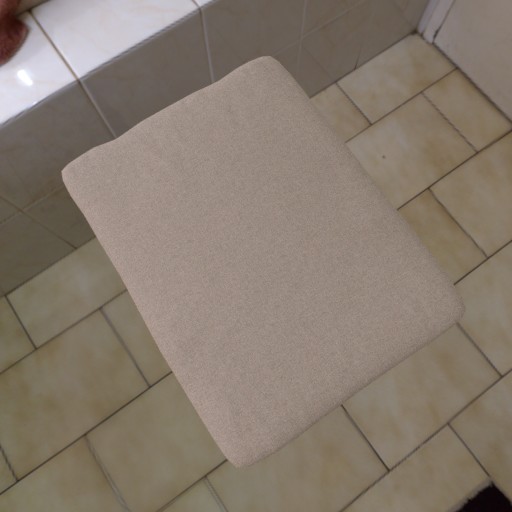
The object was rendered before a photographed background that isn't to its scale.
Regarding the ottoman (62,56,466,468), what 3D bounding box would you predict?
[{"bbox_3d":[0.000,0.000,1.307,0.692,0.511,0.902,-32,78,-8],"label":"ottoman"}]
